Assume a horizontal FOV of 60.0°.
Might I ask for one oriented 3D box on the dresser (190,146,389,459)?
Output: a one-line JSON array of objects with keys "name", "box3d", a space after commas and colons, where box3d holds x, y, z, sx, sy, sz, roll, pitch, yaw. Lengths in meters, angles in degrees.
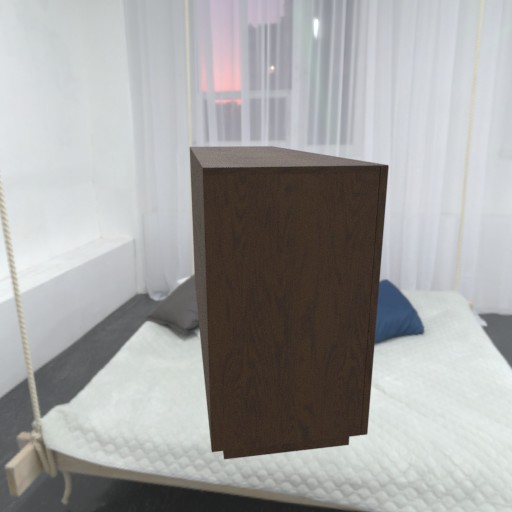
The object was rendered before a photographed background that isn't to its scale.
[{"name": "dresser", "box3d": [0.000, 0.000, 1.950, 0.512, 0.889, 1.523, -3, 16, -9]}]
